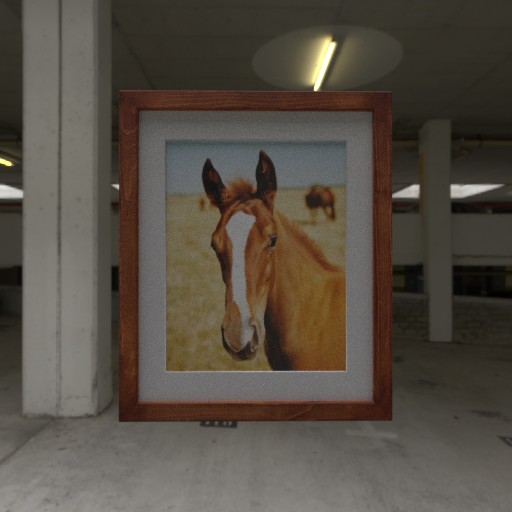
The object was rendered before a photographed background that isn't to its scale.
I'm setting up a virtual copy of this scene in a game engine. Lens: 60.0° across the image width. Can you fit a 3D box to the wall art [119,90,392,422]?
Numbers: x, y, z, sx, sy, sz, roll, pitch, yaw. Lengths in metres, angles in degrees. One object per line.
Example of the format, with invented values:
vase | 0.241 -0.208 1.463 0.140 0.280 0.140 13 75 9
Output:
wall art | 0.000 0.000 0.763 0.462 0.558 0.030 0 0 -1
